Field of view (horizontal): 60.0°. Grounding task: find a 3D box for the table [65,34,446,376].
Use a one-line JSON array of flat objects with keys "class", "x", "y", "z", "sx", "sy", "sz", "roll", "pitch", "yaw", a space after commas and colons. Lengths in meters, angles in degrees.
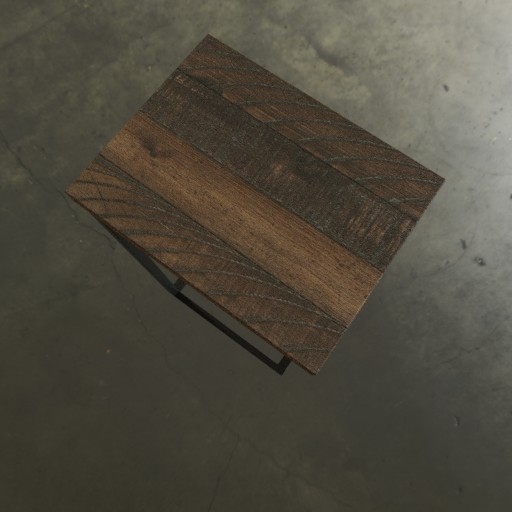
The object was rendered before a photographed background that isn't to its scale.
[{"class": "table", "x": 0.000, "y": 0.000, "z": 0.951, "sx": 0.414, "sy": 0.718, "sz": 0.323, "roll": 35, "pitch": 77, "yaw": 9}]
